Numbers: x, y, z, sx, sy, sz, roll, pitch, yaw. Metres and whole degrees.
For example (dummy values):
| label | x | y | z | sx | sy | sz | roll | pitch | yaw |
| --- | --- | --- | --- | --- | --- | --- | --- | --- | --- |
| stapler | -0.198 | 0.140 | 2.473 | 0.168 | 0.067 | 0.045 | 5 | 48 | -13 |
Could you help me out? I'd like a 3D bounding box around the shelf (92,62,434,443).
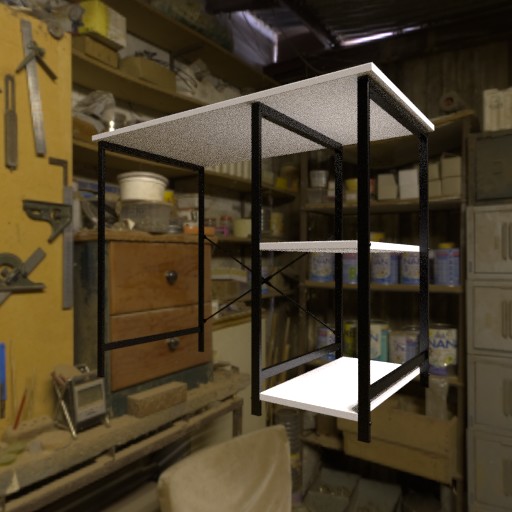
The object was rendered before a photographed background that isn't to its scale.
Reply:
| label | x | y | z | sx | sy | sz | roll | pitch | yaw |
| --- | --- | --- | --- | --- | --- | --- | --- | --- | --- |
| shelf | 0.000 | 0.000 | 1.325 | 0.902 | 0.750 | 0.498 | 0 | -1 | 35 |
